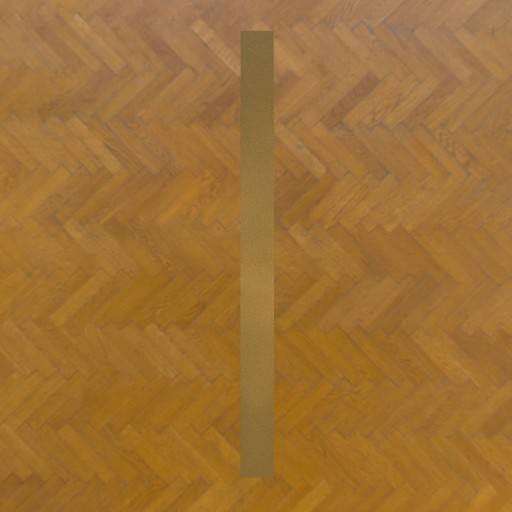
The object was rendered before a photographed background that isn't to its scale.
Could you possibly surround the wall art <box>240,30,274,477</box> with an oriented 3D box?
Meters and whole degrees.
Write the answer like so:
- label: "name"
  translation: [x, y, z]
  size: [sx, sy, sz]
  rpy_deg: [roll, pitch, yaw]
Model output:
- label: "wall art"
  translation: [0.000, 0.000, 0.757]
  size: [0.038, 0.508, 0.507]
  rpy_deg: [0, 89, 0]
